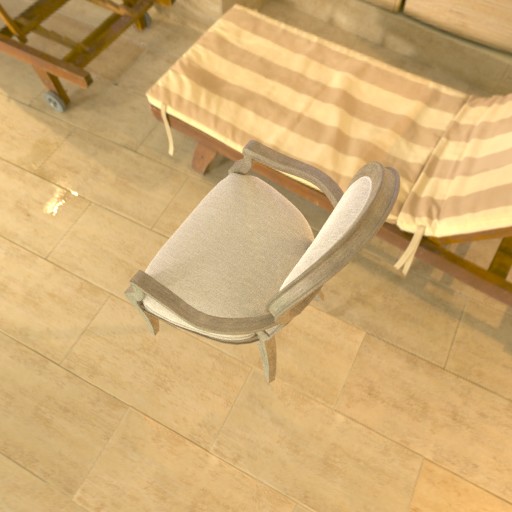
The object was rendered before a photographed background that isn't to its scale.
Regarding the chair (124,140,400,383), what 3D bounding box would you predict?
[{"bbox_3d":[0.000,0.000,1.354,0.602,0.991,0.611,30,67,14],"label":"chair"}]
